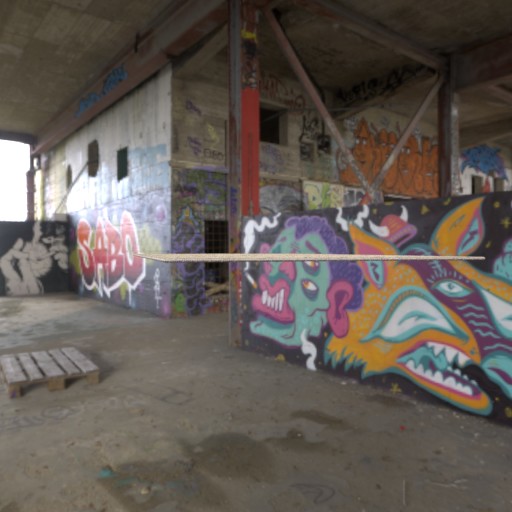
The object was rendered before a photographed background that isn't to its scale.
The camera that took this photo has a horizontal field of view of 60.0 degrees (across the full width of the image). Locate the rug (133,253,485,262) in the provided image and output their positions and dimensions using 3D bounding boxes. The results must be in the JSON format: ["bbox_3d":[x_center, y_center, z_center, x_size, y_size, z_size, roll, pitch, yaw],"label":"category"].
[{"bbox_3d":[0.000,0.000,3.047,1.524,0.015,2.438,0,1,-18],"label":"rug"}]
